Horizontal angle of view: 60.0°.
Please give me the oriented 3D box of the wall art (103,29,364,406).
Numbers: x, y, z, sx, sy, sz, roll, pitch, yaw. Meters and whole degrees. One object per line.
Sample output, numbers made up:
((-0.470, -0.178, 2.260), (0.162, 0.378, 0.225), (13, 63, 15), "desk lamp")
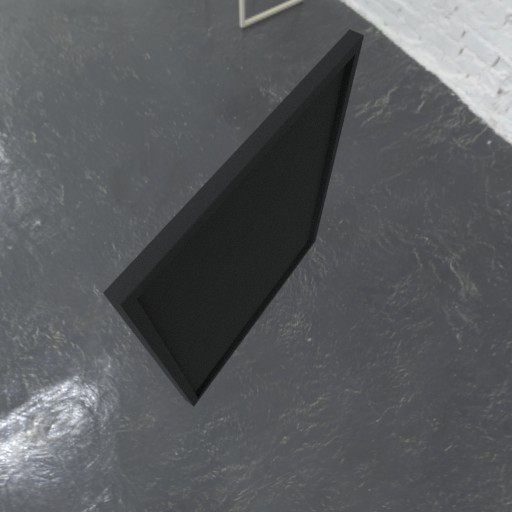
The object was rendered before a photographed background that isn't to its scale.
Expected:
((0.000, 0.000, 0.686), (0.021, 0.508, 0.432), (32, 66, 16), "wall art")
